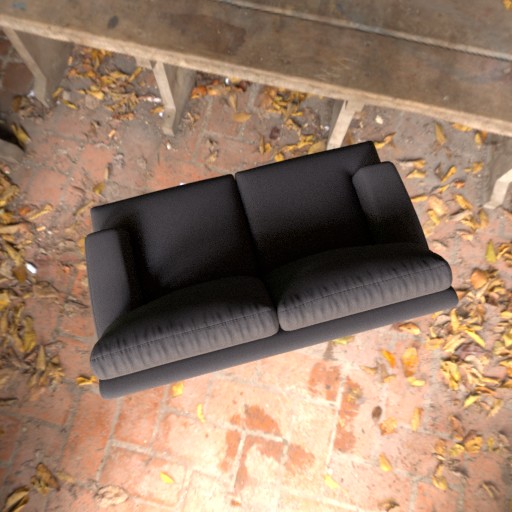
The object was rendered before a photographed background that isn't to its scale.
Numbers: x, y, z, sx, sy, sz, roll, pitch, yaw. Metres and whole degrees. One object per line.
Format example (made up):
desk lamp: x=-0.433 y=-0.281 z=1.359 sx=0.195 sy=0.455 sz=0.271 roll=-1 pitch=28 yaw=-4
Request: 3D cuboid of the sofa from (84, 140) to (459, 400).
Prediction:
sofa: x=0.000 y=0.000 z=2.560 sx=1.880 sy=0.940 sz=1.143 roll=-14 pitch=77 yaw=-3
